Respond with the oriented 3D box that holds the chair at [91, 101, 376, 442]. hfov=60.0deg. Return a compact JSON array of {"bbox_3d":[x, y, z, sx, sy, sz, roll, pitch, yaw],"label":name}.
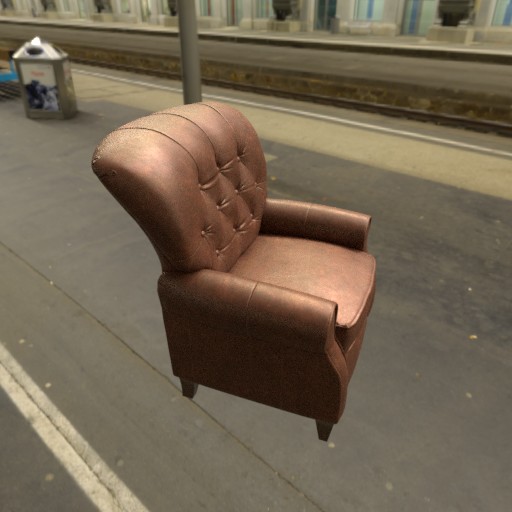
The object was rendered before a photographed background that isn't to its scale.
[{"bbox_3d":[0.000,0.000,1.949,1.031,1.162,0.979,11,32,18],"label":"chair"}]
